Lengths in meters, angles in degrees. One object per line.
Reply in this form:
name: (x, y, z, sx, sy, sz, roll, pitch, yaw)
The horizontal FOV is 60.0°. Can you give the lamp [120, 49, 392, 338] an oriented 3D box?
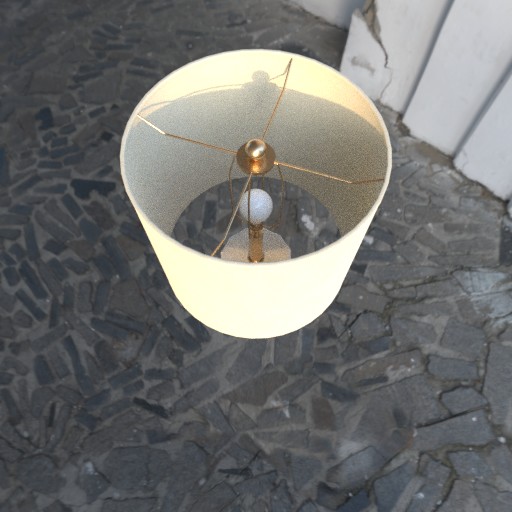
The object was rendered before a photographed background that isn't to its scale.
lamp: (0.000, 0.000, 0.696, 0.277, 0.537, 0.277, -31, 68, -14)
